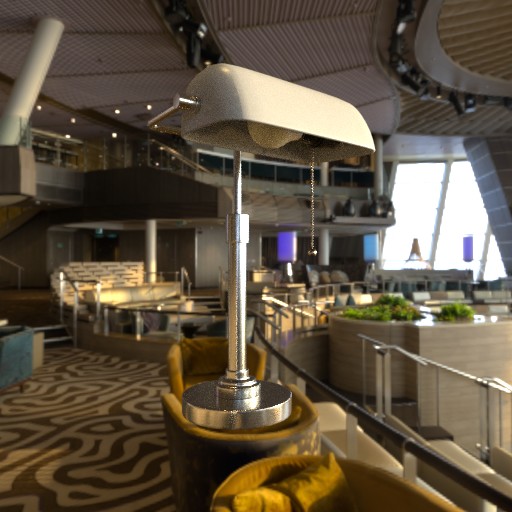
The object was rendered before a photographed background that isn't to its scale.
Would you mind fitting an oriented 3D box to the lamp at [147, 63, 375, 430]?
[{"bbox_3d":[0.000,0.000,0.553,0.269,0.404,0.227,1,-1,-37],"label":"lamp"}]
